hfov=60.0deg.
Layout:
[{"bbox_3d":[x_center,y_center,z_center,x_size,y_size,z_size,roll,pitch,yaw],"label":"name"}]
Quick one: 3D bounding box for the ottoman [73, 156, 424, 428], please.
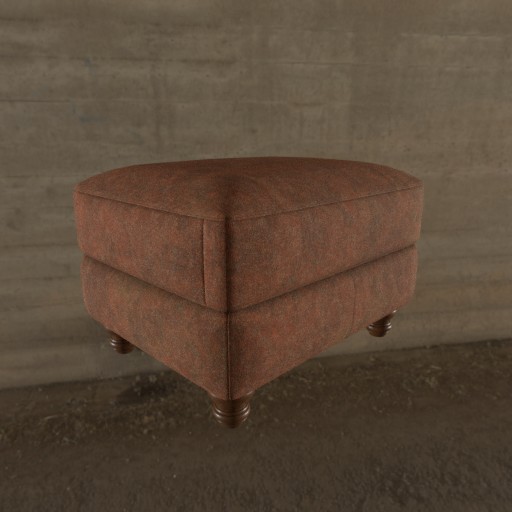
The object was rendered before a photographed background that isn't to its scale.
[{"bbox_3d":[0.000,0.000,1.194,0.787,0.508,0.635,-15,22,-43],"label":"ottoman"}]
